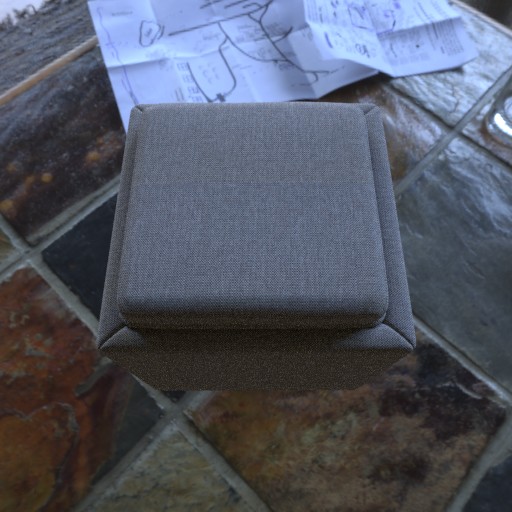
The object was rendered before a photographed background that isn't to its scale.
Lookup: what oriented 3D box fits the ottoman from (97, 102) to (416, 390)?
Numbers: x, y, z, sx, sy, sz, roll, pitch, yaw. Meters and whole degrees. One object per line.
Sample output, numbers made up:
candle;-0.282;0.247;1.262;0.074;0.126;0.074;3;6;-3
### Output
ottoman;0.000;0.000;0.857;0.450;0.460;0.450;0;66;0
